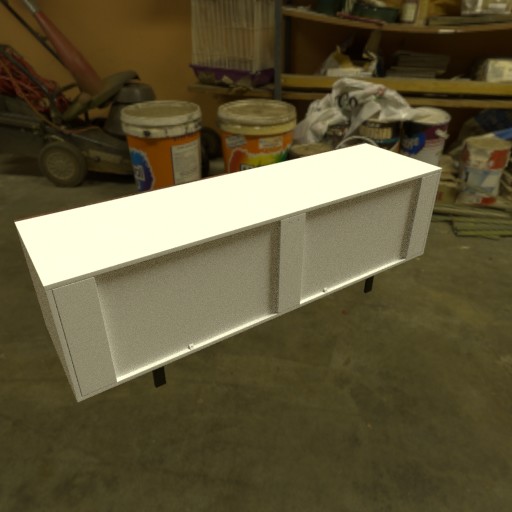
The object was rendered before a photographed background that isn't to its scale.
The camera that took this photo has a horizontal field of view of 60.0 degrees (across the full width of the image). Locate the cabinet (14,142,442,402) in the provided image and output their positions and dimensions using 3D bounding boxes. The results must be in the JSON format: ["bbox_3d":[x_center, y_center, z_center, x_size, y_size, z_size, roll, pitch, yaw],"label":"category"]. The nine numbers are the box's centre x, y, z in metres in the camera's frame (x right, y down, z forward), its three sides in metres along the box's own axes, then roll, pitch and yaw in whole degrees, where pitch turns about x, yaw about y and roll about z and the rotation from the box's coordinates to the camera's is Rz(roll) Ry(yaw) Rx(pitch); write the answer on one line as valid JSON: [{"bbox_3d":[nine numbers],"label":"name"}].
[{"bbox_3d":[0.000,0.000,1.698,1.499,0.533,0.431,-19,35,-29],"label":"cabinet"}]
